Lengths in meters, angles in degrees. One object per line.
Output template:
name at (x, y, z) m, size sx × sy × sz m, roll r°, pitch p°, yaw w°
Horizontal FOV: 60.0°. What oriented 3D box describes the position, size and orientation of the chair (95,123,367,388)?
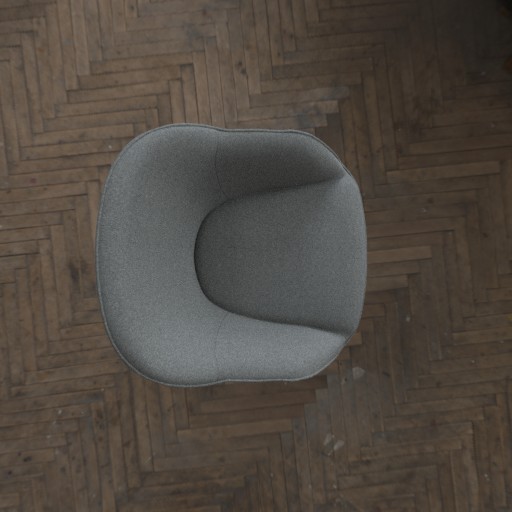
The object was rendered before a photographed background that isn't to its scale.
chair at (0.000, 0.000, 1.215) m, size 0.611 × 0.810 × 0.589 m, roll 0°, pitch 90°, yaw -1°
